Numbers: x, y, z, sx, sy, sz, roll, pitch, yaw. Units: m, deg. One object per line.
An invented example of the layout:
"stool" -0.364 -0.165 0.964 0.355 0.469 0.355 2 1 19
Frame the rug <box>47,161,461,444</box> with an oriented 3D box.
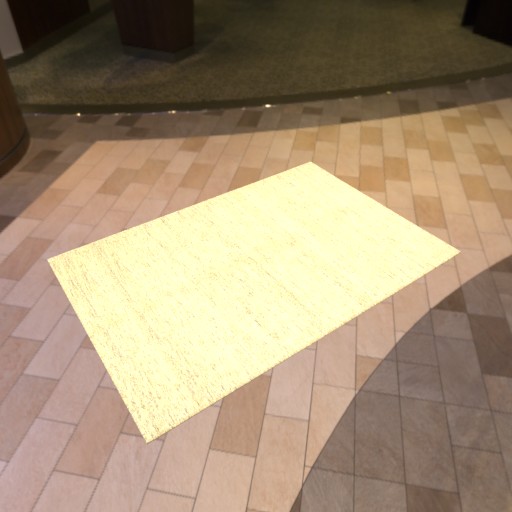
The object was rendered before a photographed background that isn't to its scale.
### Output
"rug" 0.000 0.000 2.388 1.850 0.015 1.250 -25 46 -26
